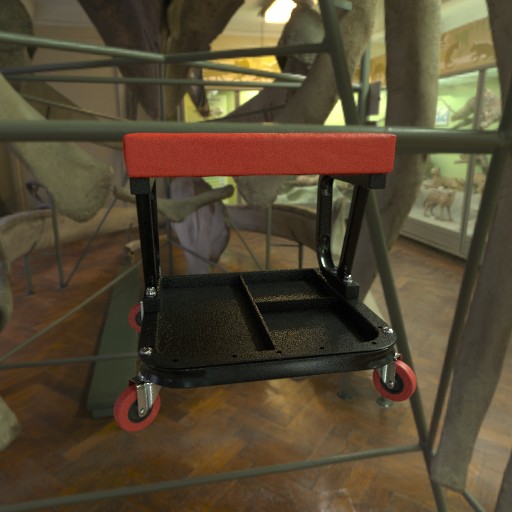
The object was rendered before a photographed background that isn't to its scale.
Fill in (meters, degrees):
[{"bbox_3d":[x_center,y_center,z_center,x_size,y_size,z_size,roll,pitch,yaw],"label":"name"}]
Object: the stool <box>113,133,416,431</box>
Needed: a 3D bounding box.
[{"bbox_3d":[0.000,0.000,0.711,0.446,0.380,0.371,-3,16,-10],"label":"stool"}]
